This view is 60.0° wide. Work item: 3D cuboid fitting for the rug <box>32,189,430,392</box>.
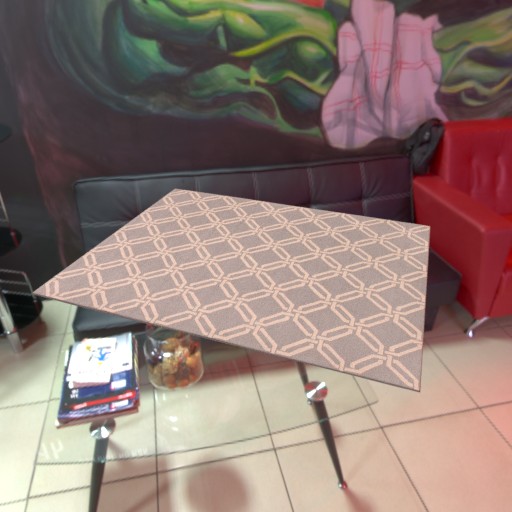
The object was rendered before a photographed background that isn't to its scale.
[{"bbox_3d":[0.000,0.000,3.959,2.895,0.018,2.288,11,32,17],"label":"rug"}]
